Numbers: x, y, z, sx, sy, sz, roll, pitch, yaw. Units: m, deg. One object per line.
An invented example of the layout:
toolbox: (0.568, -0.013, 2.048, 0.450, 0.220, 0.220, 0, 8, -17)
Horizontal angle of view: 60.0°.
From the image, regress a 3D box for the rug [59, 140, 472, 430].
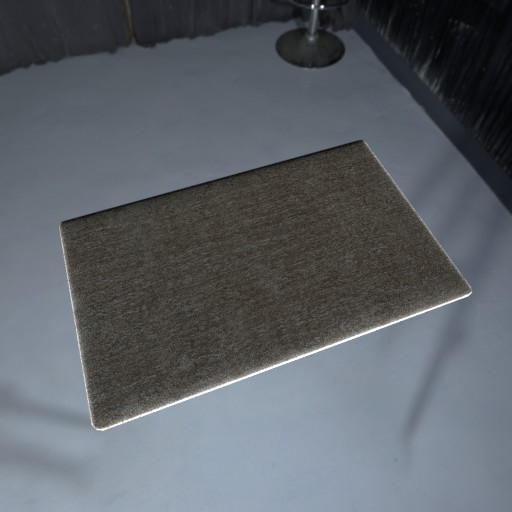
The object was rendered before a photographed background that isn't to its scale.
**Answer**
rug: (0.000, 0.000, 3.041, 2.469, 0.024, 1.539, -17, 59, -11)
